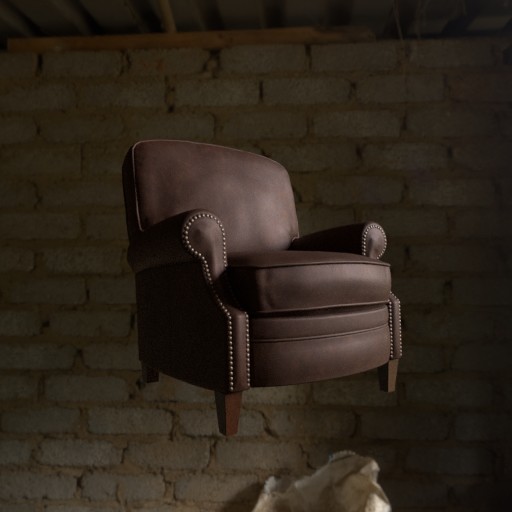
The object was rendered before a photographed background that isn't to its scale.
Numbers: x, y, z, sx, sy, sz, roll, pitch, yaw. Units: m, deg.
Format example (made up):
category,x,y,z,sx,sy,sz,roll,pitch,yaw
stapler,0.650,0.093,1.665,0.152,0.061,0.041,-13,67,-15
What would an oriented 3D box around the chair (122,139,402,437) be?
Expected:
category,x,y,z,sx,sy,sz,roll,pitch,yaw
chair,0.000,0.000,1.764,0.936,1.018,0.986,0,0,-35
